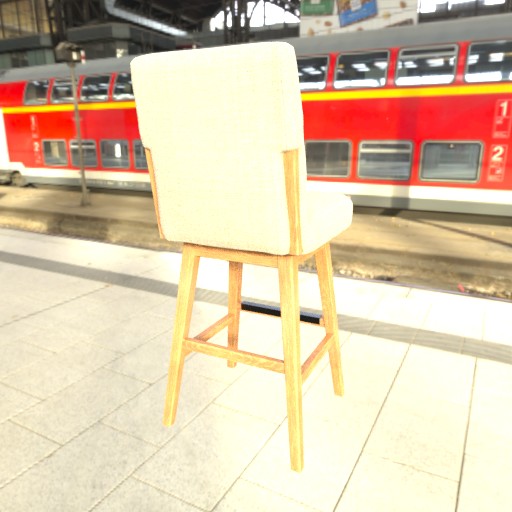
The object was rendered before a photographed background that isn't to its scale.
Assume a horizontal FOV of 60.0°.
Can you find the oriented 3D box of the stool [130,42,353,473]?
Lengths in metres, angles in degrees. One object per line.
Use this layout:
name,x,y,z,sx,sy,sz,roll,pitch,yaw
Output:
stool,0.000,0.000,1.373,0.483,1.106,0.569,8,17,26
